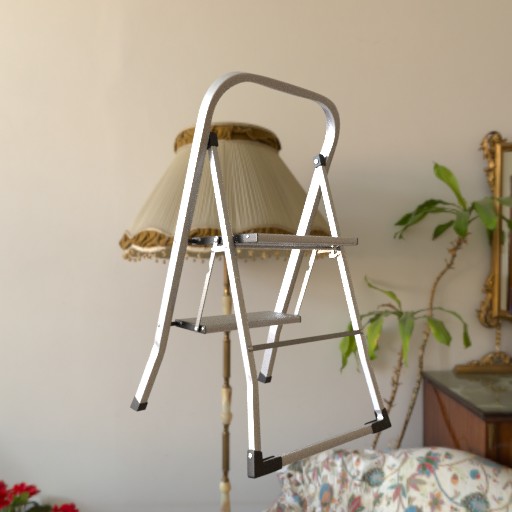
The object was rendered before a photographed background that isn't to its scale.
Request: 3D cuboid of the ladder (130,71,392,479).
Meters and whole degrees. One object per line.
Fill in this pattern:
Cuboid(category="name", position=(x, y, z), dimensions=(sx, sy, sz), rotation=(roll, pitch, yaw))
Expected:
Cuboid(category="ladder", position=(0.000, 0.000, 1.146), dimensions=(0.465, 0.830, 0.530), rotation=(0, 0, -37))
